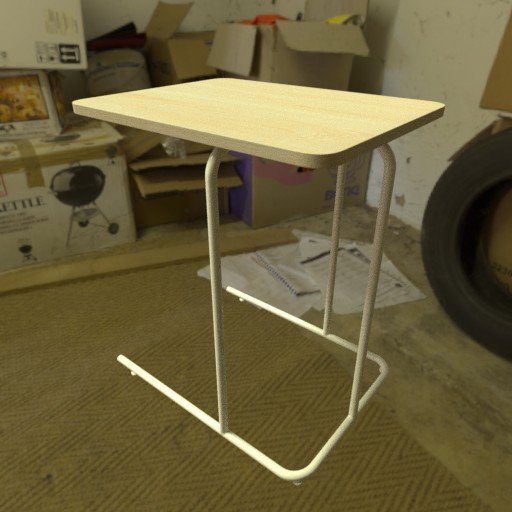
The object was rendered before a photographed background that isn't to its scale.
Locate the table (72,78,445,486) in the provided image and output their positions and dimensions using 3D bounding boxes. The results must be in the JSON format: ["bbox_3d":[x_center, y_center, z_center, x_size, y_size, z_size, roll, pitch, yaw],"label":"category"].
[{"bbox_3d":[0.000,0.000,0.828,0.480,0.550,0.370,22,36,33],"label":"table"}]
